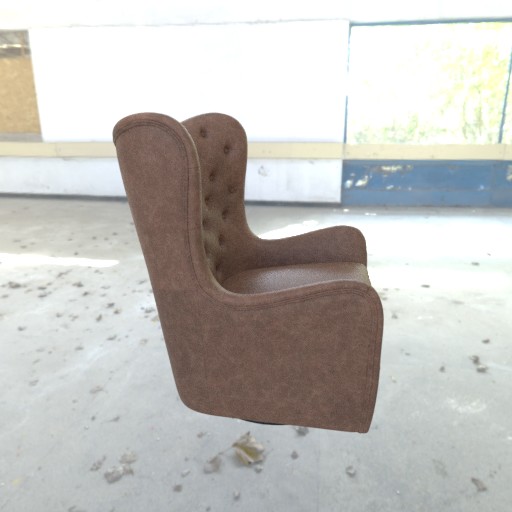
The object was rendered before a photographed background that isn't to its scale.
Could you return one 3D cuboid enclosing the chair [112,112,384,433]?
[{"bbox_3d":[0.000,0.000,1.750,0.930,1.079,0.831,3,18,9],"label":"chair"}]
